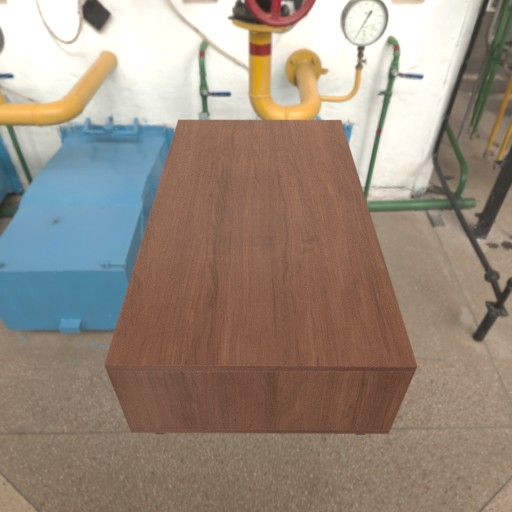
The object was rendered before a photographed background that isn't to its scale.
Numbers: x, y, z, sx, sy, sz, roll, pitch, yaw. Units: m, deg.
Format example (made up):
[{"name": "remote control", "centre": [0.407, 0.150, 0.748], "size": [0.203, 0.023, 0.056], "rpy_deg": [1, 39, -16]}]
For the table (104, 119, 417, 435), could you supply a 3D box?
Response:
[{"name": "table", "centre": [0.000, 0.000, 1.323], "size": [0.600, 0.380, 1.020], "rpy_deg": [0, 42, 0]}]
